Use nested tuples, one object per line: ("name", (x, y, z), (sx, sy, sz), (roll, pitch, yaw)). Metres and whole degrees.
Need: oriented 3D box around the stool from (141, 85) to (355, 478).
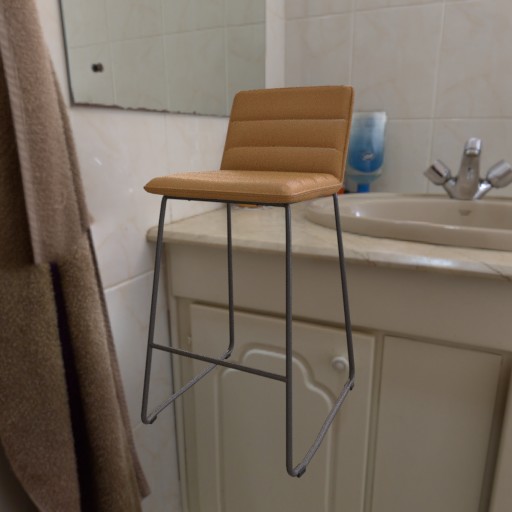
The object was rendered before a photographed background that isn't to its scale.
("stool", (0.000, 0.000, 1.244), (0.489, 0.936, 0.524), (7, 16, 26))
